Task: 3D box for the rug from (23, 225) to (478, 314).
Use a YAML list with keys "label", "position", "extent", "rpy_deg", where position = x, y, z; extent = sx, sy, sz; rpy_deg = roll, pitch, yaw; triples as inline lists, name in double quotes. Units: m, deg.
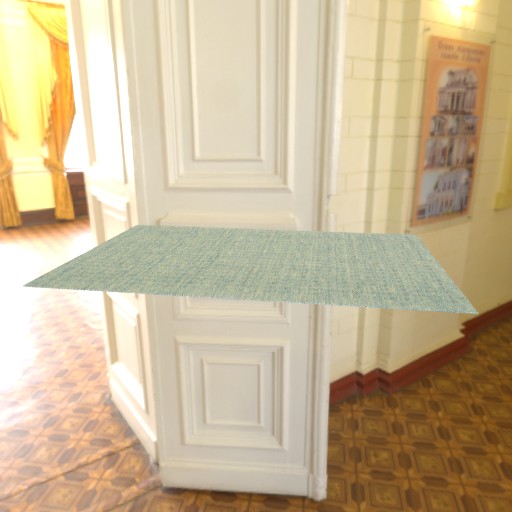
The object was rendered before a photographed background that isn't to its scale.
- label: "rug"
  position: [0.000, 0.000, 2.223]
  extent: [1.752, 0.006, 1.142]
  rpy_deg: [3, 17, 8]
